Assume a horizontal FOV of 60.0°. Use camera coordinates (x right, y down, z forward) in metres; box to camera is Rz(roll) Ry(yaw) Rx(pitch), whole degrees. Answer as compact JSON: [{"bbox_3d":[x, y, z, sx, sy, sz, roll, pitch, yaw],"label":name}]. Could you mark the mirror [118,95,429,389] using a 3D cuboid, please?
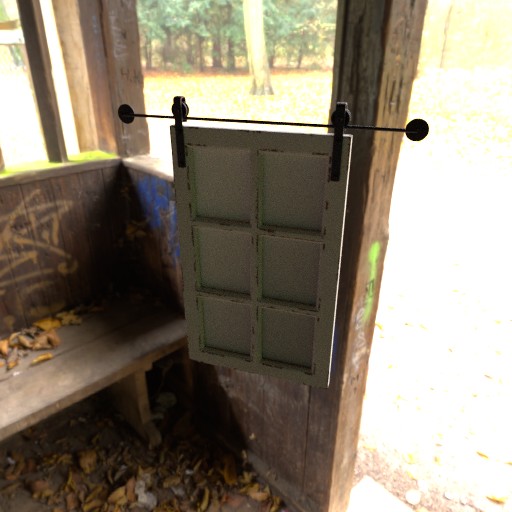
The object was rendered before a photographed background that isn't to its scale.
[{"bbox_3d":[0.000,0.000,1.256,0.808,0.844,0.037,8,28,16],"label":"mirror"}]
